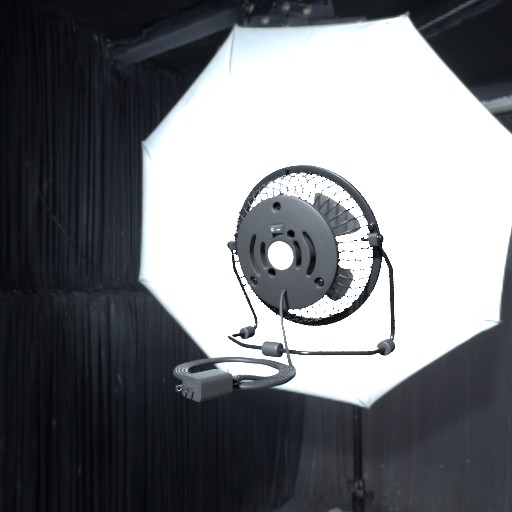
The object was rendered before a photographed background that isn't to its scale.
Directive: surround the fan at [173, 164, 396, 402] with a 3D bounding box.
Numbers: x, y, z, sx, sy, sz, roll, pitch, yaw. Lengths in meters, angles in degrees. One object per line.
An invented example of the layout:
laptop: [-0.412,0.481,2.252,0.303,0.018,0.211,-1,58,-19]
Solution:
fan: [0.000,0.000,0.319,0.153,0.152,0.202,-1,-2,36]
